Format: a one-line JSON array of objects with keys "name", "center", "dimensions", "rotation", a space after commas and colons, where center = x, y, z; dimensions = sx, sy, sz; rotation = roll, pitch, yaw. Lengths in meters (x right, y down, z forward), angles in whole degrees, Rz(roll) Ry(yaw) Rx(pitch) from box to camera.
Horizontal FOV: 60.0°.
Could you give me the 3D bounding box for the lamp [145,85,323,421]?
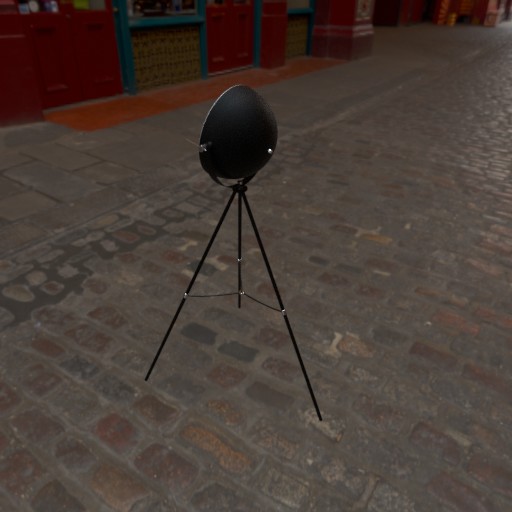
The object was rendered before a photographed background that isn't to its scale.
[{"name": "lamp", "center": [0.000, 0.000, 2.087], "dimensions": [0.920, 1.512, 0.817], "rotation": [20, 37, 29]}]
